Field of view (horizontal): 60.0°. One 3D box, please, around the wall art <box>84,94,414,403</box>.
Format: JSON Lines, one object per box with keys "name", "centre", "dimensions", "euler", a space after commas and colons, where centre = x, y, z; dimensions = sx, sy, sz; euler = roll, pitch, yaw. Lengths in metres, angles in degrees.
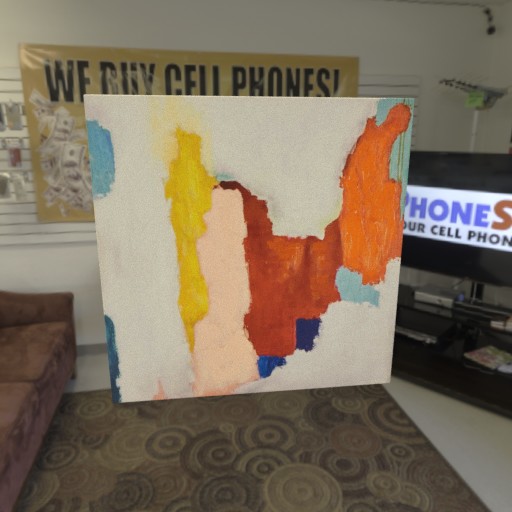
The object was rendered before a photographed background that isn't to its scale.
{"name": "wall art", "centre": [0.000, 0.000, 1.202], "dimensions": [0.814, 0.814, 0.037], "euler": [-2, 15, -7]}
